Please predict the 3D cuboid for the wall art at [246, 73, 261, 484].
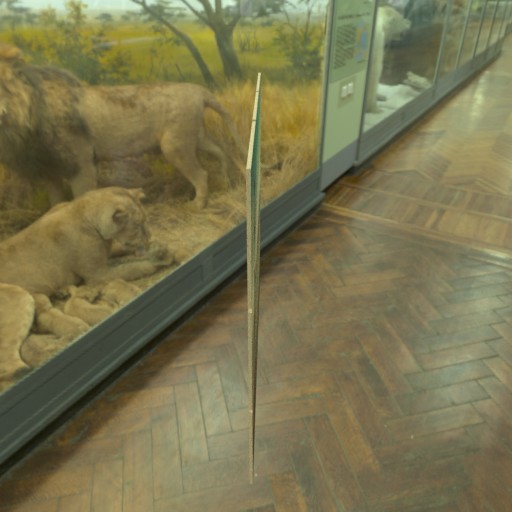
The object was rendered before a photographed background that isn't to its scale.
[{"bbox_3d":[0.000,0.000,2.269,0.014,1.507,1.519,1,32,1],"label":"wall art"}]
